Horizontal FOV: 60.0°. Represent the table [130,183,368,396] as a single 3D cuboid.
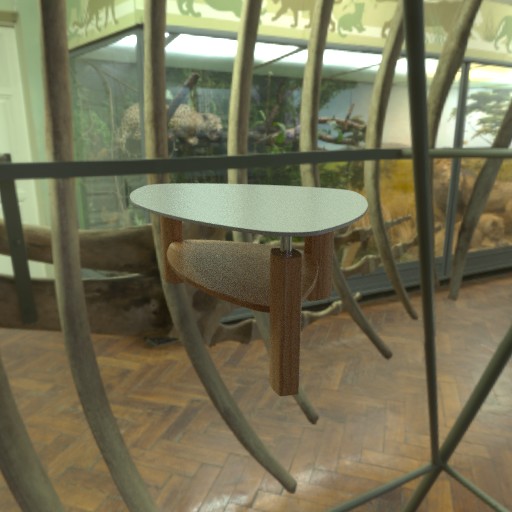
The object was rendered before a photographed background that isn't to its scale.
[{"bbox_3d":[0.000,0.000,1.639,0.850,0.440,1.250,-7,16,-26],"label":"table"}]
